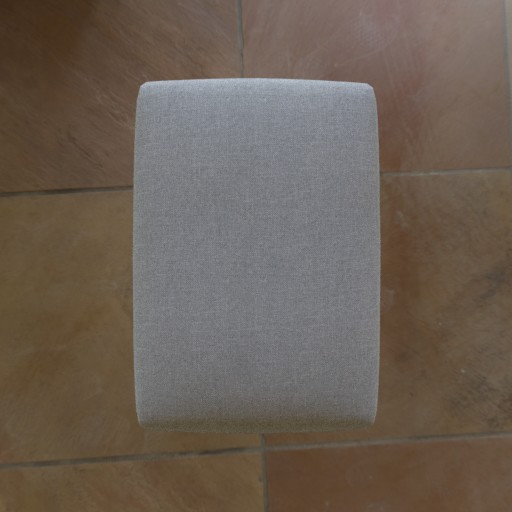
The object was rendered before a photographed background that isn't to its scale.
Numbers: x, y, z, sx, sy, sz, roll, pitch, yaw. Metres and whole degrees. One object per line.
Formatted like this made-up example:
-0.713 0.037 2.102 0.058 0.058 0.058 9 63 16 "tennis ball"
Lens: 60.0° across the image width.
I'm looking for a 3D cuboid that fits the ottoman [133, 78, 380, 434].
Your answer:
0.000 0.000 1.190 0.584 0.457 0.838 0 90 -1 "ottoman"
